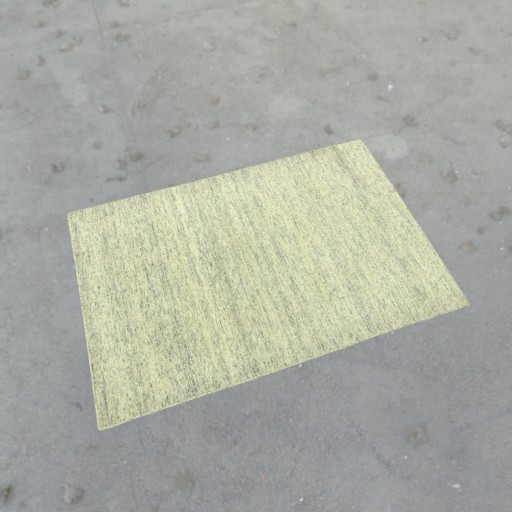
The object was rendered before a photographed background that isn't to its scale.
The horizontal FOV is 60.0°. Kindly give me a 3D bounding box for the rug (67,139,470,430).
[{"bbox_3d":[0.000,0.000,2.365,1.846,0.014,1.243,-16,60,-10],"label":"rug"}]
